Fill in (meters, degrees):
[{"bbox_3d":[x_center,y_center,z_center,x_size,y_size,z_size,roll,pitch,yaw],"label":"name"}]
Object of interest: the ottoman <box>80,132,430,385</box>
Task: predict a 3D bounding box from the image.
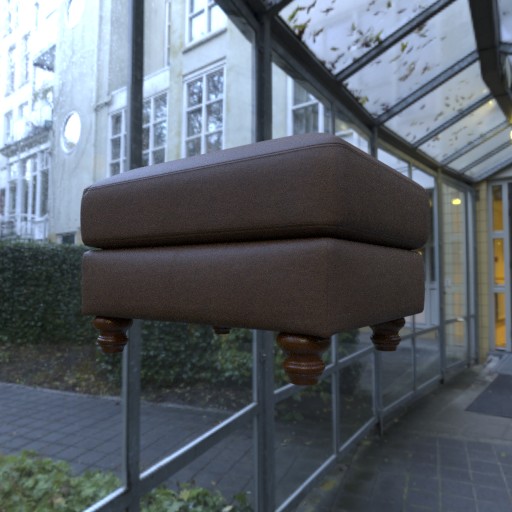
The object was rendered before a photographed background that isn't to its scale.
[{"bbox_3d":[0.000,0.000,1.206,0.787,0.508,0.635,-2,-3,36],"label":"ottoman"}]
